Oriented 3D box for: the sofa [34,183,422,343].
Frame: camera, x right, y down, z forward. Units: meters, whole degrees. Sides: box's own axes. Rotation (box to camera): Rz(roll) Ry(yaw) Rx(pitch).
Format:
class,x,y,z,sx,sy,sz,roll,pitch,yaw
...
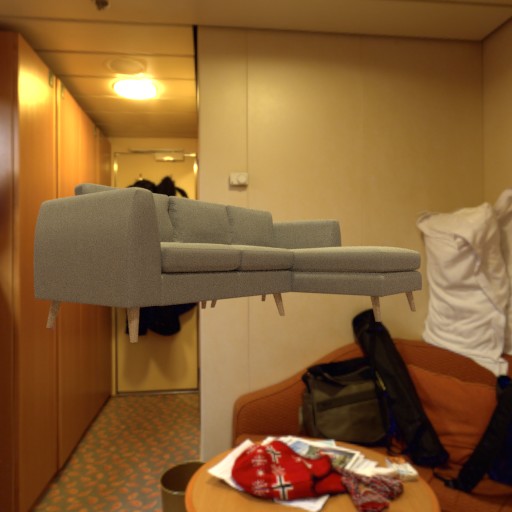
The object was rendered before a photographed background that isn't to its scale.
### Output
class,x,y,z,sx,sy,sz,roll,pitch,yaw
sofa,0.000,0.000,3.059,1.580,0.860,2.300,0,-1,37
